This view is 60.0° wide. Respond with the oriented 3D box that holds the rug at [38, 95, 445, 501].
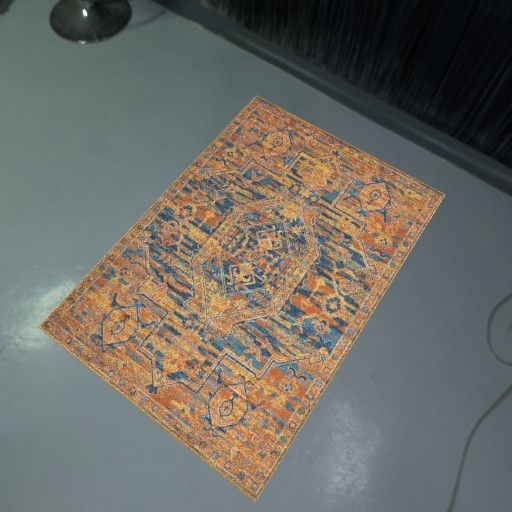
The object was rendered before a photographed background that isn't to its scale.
[{"bbox_3d":[0.000,0.000,3.659,2.043,0.019,2.916,32,69,14],"label":"rug"}]
